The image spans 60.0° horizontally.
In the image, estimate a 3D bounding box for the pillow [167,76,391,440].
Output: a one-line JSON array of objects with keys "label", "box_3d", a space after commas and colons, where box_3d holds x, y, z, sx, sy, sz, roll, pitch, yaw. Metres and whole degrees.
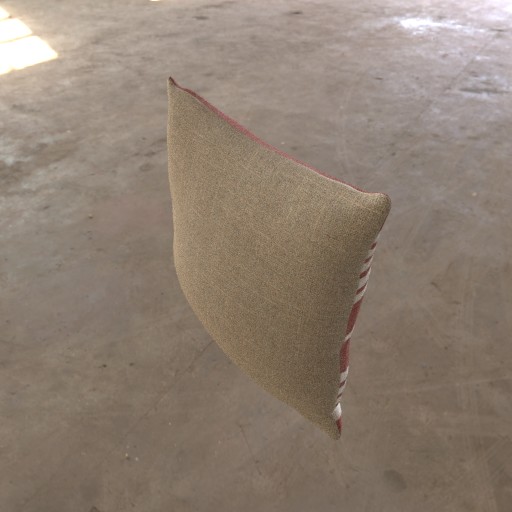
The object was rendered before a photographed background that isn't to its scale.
[{"label": "pillow", "box_3d": [0.000, 0.000, 0.668, 0.182, 0.427, 0.439, -26, 47, -27]}]
